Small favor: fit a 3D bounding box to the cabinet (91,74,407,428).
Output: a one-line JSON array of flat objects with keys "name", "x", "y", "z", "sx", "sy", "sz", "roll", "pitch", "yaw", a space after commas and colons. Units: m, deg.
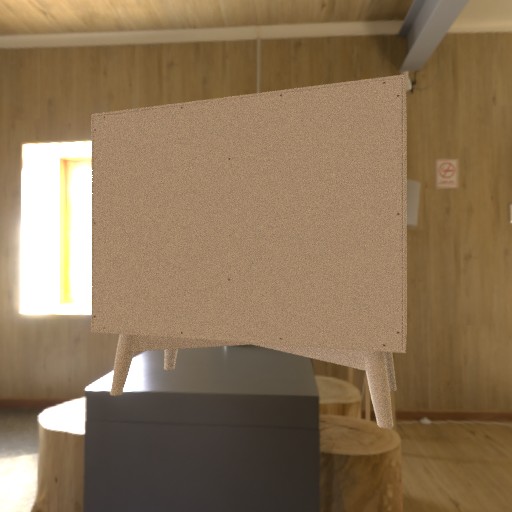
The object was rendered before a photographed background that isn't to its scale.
[{"name": "cabinet", "x": 0.000, "y": 0.000, "z": 1.246, "sx": 0.800, "sy": 0.761, "sz": 0.398, "roll": 0, "pitch": 0, "yaw": 19}]
